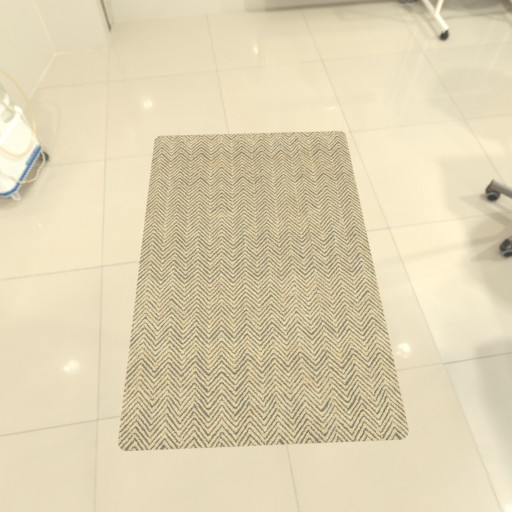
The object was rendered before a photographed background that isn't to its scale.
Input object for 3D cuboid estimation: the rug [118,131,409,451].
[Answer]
[{"bbox_3d":[0.000,0.000,2.198,1.144,0.008,1.752,-2,57,-1],"label":"rug"}]
